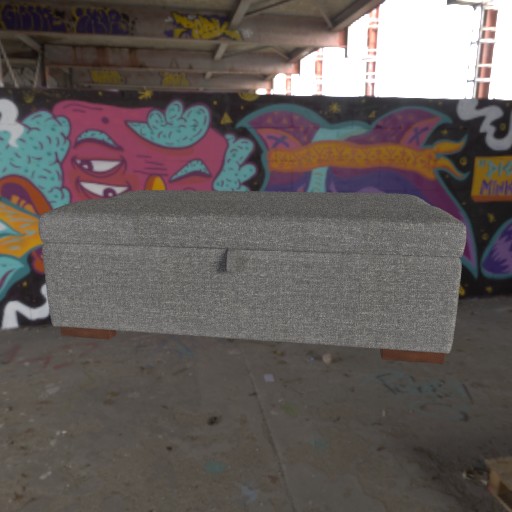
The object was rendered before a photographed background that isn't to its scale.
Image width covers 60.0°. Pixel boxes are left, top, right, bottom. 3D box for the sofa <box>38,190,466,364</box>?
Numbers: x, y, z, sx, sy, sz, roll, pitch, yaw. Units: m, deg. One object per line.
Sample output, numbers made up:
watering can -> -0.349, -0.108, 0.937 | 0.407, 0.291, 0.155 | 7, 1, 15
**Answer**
sofa -> 0.000, 0.000, 1.601 | 1.198, 0.417, 0.782 | 2, 13, 9
